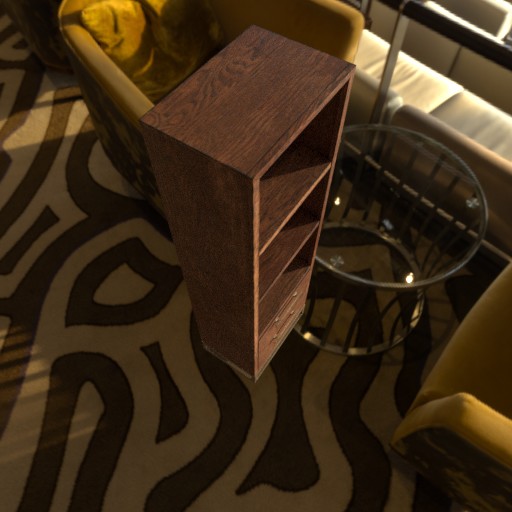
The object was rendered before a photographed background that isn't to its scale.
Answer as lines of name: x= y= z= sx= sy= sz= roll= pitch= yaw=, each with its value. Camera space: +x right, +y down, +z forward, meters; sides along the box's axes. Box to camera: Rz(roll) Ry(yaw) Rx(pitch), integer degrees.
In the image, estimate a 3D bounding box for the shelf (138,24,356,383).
shelf: x=0.000 y=0.000 z=1.971 sx=0.395 sy=1.732 sz=0.539 roll=30 pitch=63 yaw=17
